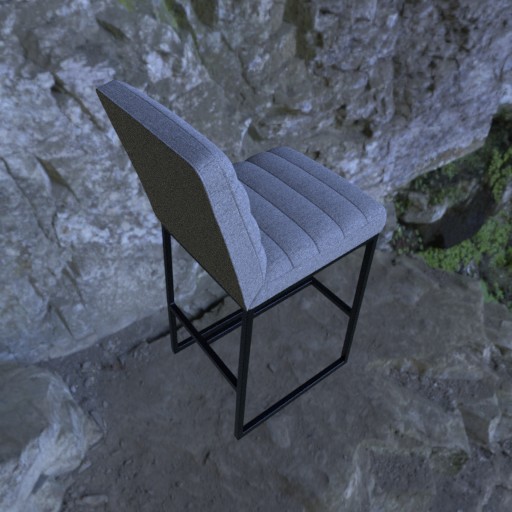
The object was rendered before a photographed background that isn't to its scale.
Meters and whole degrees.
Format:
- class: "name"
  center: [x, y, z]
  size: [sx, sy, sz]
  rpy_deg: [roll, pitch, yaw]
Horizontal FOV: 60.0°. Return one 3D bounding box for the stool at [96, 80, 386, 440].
- class: "stool"
  center: [0.000, 0.000, 1.315]
  size: [0.571, 1.034, 0.459]
  rpy_deg: [-27, 48, -26]
